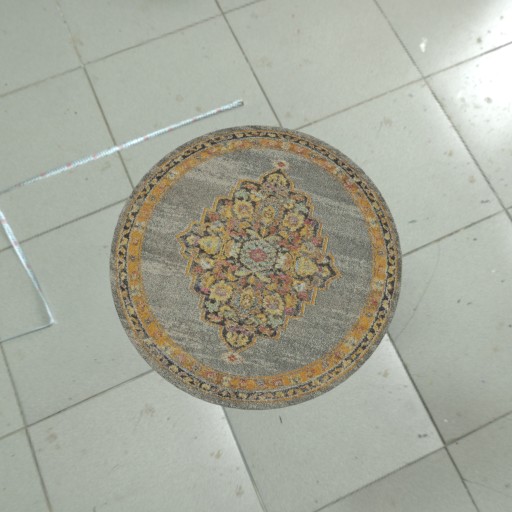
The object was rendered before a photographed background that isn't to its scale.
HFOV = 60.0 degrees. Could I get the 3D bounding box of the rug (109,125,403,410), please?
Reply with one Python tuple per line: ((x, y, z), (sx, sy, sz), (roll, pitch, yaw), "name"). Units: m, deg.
((0.000, 0.000, 3.612), (2.382, 0.014, 2.382), (0, 76, 0), "rug")
